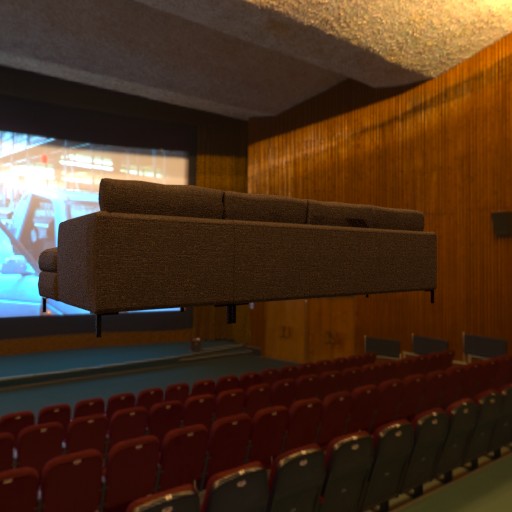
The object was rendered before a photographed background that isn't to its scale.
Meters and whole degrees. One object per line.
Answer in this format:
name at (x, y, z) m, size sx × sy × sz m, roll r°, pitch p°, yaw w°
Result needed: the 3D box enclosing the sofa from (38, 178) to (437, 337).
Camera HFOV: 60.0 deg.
sofa at (0.000, 0.000, 3.848) m, size 3.221 × 0.892 × 1.483 m, roll 0°, pitch 0°, yaw -36°
